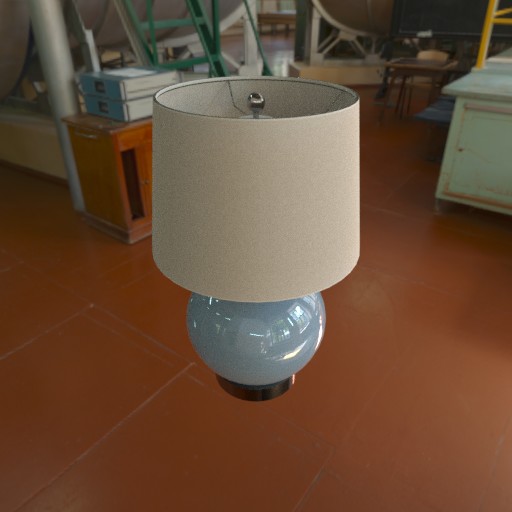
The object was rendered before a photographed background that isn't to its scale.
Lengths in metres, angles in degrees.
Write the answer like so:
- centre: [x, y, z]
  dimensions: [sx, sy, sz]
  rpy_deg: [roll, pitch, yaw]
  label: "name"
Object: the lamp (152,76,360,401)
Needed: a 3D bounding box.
- centre: [0.000, 0.000, 0.549]
  dimensions: [0.247, 0.387, 0.247]
  rpy_deg: [0, 31, 0]
  label: "lamp"
